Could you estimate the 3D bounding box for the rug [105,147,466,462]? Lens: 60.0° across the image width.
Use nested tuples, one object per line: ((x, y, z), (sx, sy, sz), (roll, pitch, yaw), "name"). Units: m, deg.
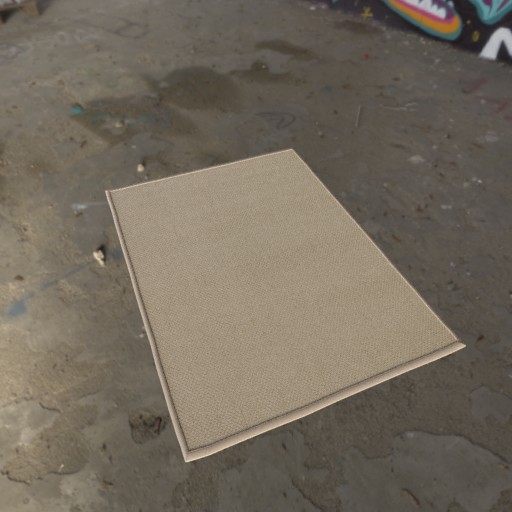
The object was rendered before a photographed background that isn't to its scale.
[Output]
((0.000, 0.000, 2.771), (1.525, 0.020, 2.081), (-17, 48, -16), "rug")
